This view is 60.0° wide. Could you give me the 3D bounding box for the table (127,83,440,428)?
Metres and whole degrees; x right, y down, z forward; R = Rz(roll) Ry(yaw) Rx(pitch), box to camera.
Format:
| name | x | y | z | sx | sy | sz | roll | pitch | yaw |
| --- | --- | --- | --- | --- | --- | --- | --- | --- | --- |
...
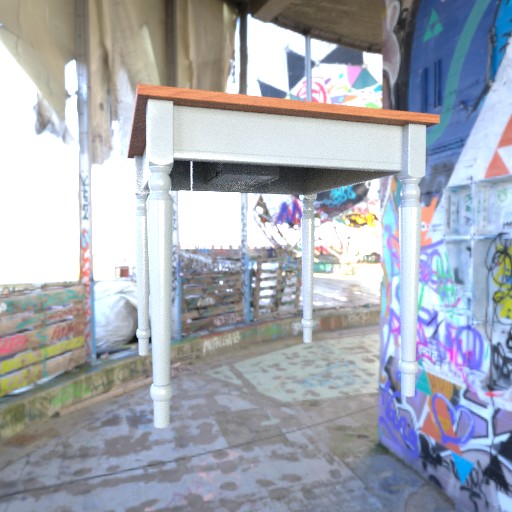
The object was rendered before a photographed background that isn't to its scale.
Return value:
| name | x | y | z | sx | sy | sz | roll | pitch | yaw |
| --- | --- | --- | --- | --- | --- | --- | --- | --- | --- |
| table | 0.000 | 0.000 | 1.385 | 0.747 | 0.738 | 0.747 | -1 | 2 | -18 |
